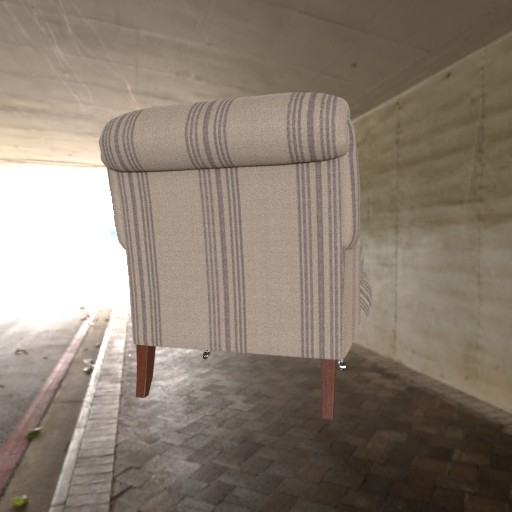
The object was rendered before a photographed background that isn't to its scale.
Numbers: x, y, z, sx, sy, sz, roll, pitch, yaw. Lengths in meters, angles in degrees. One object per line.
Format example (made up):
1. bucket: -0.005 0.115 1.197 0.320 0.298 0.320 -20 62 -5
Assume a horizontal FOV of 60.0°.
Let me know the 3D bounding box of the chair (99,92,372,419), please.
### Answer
1. chair: 0.000 0.000 1.648 0.813 0.940 0.914 0 2 17
